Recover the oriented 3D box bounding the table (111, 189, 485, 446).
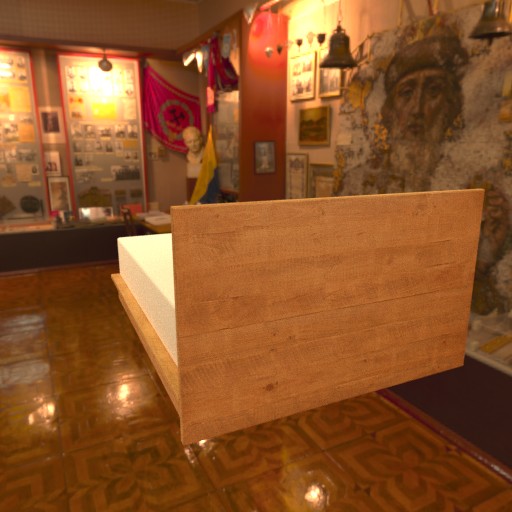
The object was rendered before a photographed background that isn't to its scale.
[{"bbox_3d":[0.000,0.000,3.094,1.707,1.041,2.149,-6,15,-24],"label":"table"}]
